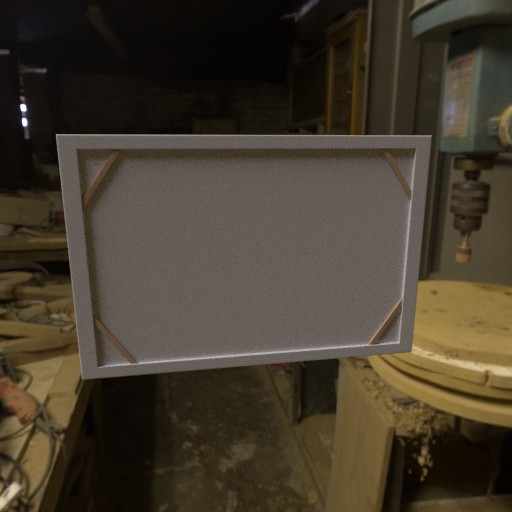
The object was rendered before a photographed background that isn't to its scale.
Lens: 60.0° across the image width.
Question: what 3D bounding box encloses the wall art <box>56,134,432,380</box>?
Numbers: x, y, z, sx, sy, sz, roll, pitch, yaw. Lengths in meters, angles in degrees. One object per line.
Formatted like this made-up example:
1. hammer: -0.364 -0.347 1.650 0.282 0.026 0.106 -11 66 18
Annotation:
1. wall art: 0.000 0.000 1.160 0.914 0.609 0.038 -2 14 -10
